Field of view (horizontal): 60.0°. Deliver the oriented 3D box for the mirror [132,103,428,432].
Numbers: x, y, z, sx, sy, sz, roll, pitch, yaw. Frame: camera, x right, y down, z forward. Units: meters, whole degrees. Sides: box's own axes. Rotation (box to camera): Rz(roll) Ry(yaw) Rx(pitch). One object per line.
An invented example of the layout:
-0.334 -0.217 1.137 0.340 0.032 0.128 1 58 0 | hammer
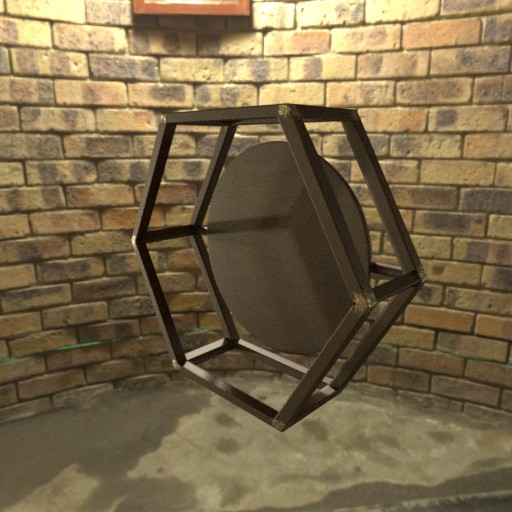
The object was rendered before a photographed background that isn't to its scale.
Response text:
0.000 0.000 0.538 0.380 0.334 0.119 14 20 43 | mirror
